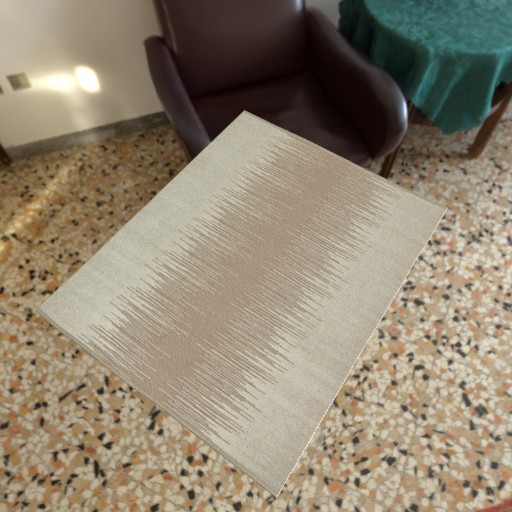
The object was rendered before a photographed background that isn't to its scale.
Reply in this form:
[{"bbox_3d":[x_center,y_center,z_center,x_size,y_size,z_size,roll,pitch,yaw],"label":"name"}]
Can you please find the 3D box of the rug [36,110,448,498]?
[{"bbox_3d":[0.000,0.000,4.028,2.438,0.013,3.048,31,63,17],"label":"rug"}]
